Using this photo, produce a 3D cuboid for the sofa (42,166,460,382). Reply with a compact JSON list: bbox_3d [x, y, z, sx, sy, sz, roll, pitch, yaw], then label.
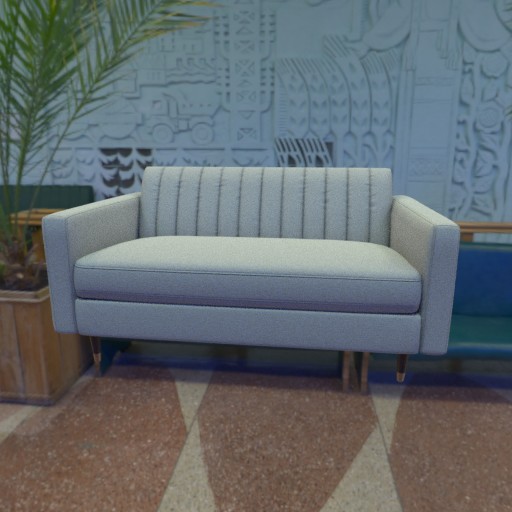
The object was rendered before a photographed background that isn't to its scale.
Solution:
[{"bbox_3d":[0.000,0.000,2.125,1.585,0.801,0.950,2,14,7],"label":"sofa"}]
